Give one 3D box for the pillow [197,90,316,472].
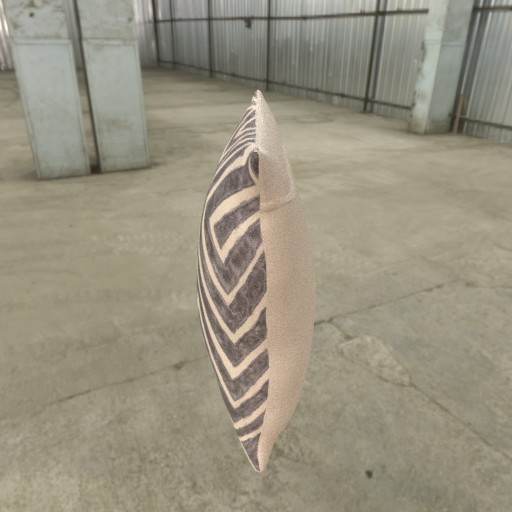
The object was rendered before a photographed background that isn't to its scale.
[{"bbox_3d":[0.000,0.000,0.685,0.182,0.441,0.440,0,27,1],"label":"pillow"}]
